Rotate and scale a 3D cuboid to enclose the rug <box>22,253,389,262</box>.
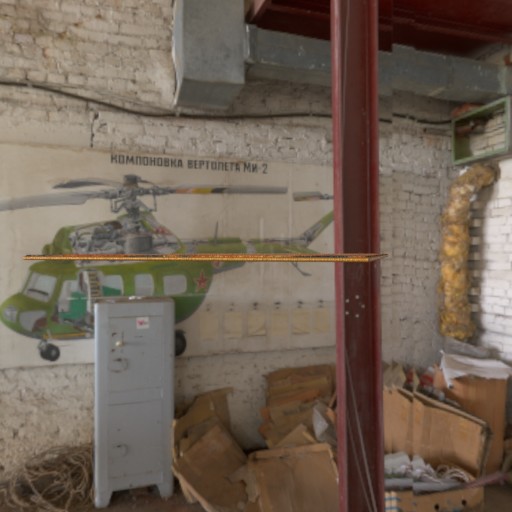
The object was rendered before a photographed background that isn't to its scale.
[{"bbox_3d":[0.000,0.000,2.875,1.588,0.024,2.204,0,1,18],"label":"rug"}]
